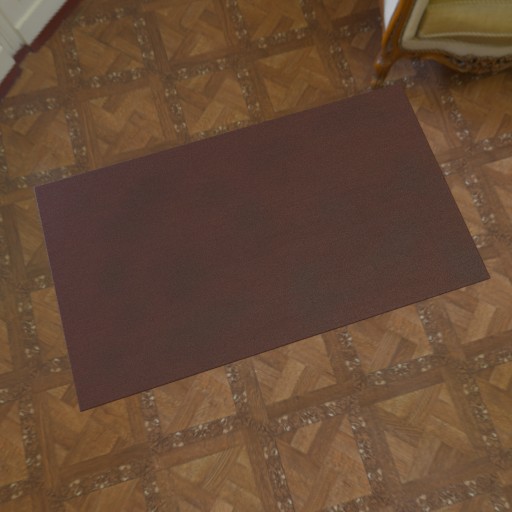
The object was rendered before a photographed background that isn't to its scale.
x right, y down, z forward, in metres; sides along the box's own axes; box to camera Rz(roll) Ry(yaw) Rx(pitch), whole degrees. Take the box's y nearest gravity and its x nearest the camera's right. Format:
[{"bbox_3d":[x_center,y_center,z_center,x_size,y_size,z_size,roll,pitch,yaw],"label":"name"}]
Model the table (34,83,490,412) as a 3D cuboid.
[{"bbox_3d":[0.000,0.000,1.245,0.943,0.456,0.533,-17,76,-4],"label":"table"}]
